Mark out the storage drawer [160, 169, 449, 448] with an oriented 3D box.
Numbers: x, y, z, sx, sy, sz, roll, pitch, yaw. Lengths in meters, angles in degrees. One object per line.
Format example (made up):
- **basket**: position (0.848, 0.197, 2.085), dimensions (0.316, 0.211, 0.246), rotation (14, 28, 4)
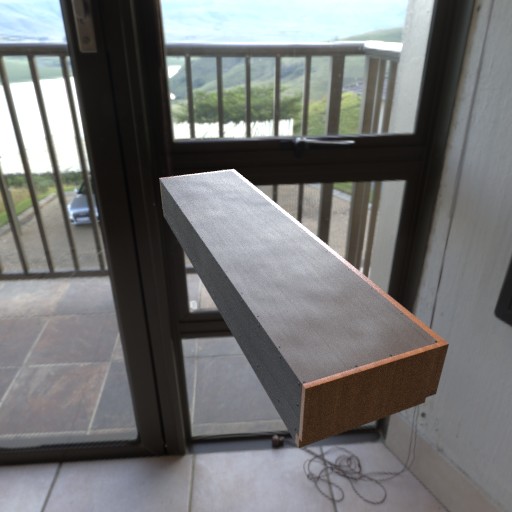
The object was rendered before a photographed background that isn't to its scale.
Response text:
- **storage drawer**: position (0.000, 0.000, 2.224), dimensions (0.538, 0.264, 2.032), rotation (-11, 30, -20)
